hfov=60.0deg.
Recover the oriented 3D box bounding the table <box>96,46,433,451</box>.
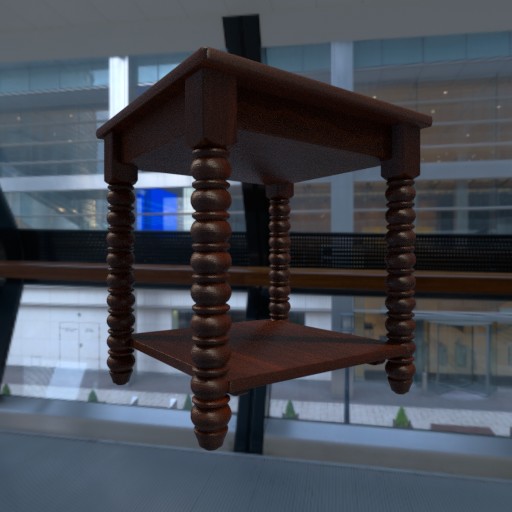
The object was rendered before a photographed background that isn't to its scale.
[{"bbox_3d":[0.000,0.000,0.949,0.533,0.567,0.500,0,0,-36],"label":"table"}]
